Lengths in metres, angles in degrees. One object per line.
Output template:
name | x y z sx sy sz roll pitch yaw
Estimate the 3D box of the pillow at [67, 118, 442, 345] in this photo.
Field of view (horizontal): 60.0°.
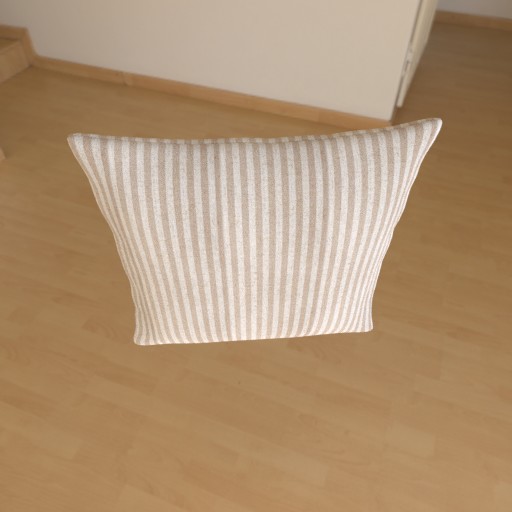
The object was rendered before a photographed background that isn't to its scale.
pillow | 0.000 0.000 0.788 0.523 0.510 0.166 -3 47 -3
